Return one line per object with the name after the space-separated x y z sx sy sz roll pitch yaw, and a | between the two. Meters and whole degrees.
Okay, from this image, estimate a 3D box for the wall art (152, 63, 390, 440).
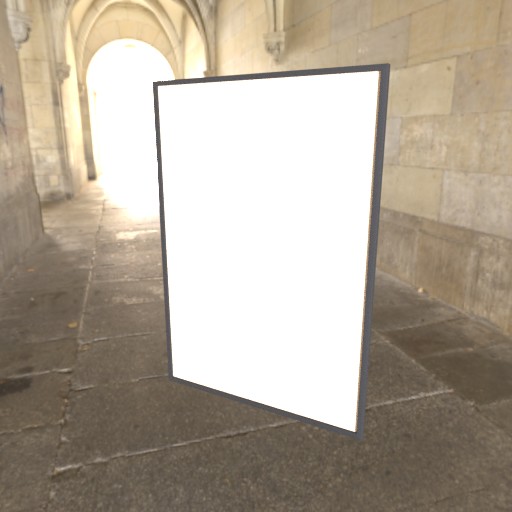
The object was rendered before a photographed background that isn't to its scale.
0.000 0.000 0.857 0.457 0.657 0.013 8 17 27 | wall art
